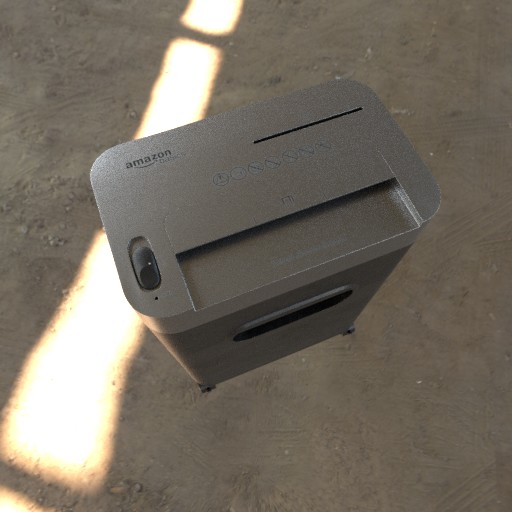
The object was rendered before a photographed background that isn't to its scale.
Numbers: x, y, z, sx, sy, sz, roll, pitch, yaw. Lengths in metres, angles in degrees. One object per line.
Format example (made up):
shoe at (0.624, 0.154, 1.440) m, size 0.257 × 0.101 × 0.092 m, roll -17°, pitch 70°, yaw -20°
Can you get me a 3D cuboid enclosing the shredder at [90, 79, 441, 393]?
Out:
shredder at (0.000, 0.000, 0.623) m, size 0.311 × 0.419 × 0.237 m, roll -20°, pitch 66°, yaw -9°
